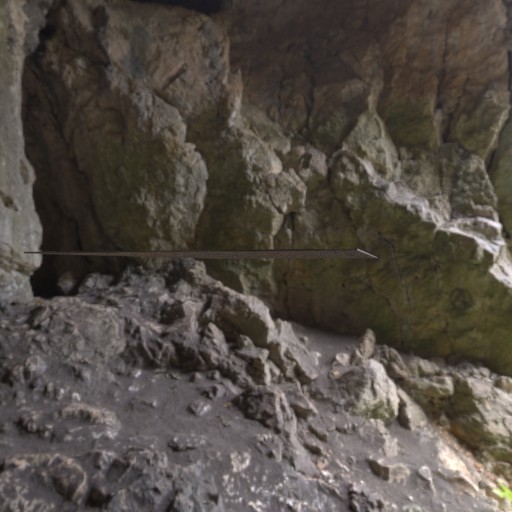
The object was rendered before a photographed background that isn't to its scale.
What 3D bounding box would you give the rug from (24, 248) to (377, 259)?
[{"bbox_3d":[0.000,0.000,2.996,1.515,0.007,2.427,0,-1,17],"label":"rug"}]
